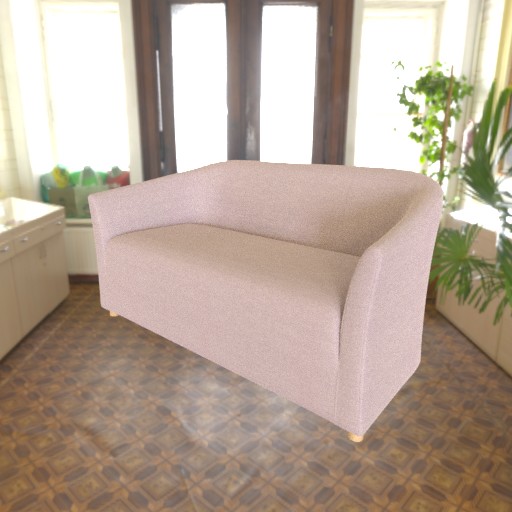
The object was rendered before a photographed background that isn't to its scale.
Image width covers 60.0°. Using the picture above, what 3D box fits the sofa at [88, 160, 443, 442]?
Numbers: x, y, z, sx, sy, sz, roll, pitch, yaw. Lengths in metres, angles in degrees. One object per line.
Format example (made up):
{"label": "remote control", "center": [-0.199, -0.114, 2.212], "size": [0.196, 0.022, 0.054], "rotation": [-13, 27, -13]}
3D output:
{"label": "sofa", "center": [0.000, 0.000, 1.829], "size": [1.452, 0.721, 0.705], "rotation": [14, 21, 41]}
